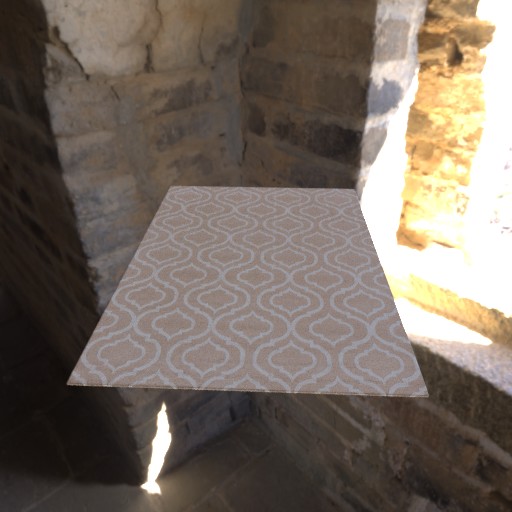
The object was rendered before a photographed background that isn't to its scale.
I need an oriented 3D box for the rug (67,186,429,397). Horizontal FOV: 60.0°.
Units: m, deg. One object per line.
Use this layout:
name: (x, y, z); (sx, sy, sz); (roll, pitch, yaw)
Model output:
rug: (0.000, 0.000, 2.759); (1.524, 0.010, 2.134); (1, 32, 2)
